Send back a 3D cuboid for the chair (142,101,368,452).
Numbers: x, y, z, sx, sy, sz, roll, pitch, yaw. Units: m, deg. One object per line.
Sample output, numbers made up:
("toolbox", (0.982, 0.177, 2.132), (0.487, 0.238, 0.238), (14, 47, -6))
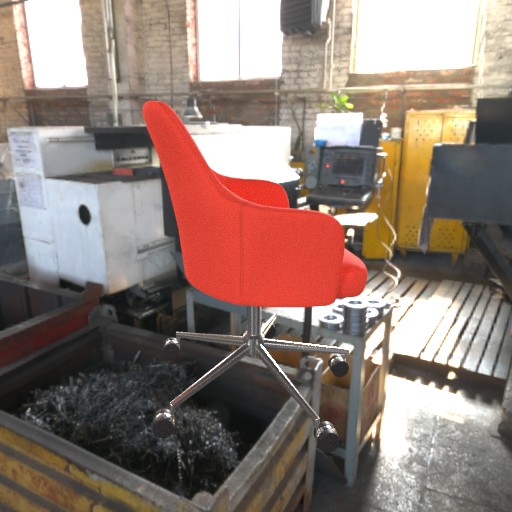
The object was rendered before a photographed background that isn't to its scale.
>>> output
("chair", (0.000, 0.000, 1.251), (0.600, 0.820, 0.655), (-3, 17, -9))
